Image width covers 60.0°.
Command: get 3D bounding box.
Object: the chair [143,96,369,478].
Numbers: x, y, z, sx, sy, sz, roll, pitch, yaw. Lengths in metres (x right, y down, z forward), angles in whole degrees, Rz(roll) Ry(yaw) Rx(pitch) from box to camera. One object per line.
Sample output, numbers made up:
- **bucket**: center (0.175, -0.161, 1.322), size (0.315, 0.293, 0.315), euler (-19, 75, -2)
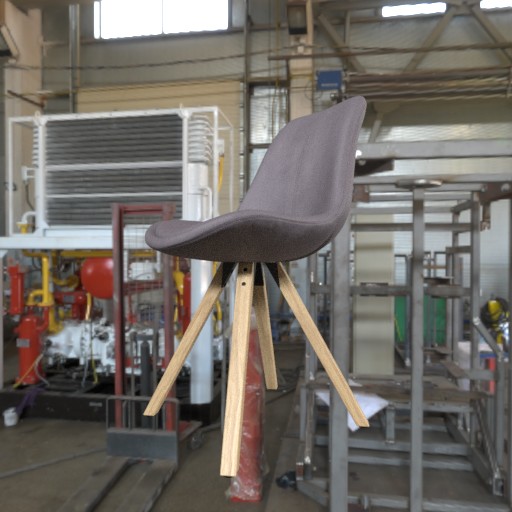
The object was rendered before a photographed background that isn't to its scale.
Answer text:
- **chair**: center (0.000, 0.000, 1.161), size (0.547, 0.865, 0.483), euler (0, 0, -36)
